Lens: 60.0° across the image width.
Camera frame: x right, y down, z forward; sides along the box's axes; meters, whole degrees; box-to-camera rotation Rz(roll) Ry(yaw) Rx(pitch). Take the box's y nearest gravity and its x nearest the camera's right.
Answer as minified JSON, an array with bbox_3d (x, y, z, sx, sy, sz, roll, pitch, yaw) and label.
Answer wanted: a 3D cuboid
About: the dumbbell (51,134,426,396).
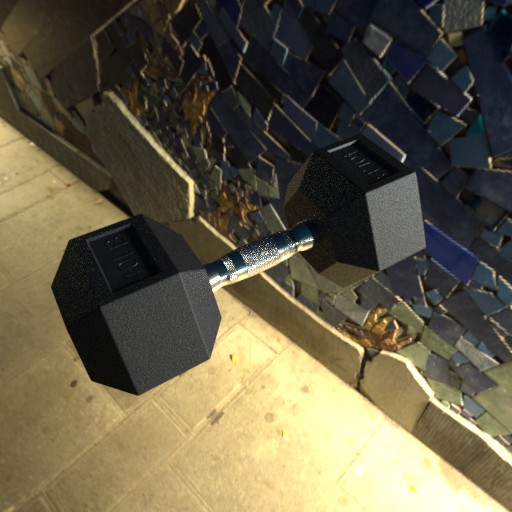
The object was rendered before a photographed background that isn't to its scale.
[{"bbox_3d":[0.000,0.000,0.440,0.361,0.137,0.157,-24,51,-21],"label":"dumbbell"}]
